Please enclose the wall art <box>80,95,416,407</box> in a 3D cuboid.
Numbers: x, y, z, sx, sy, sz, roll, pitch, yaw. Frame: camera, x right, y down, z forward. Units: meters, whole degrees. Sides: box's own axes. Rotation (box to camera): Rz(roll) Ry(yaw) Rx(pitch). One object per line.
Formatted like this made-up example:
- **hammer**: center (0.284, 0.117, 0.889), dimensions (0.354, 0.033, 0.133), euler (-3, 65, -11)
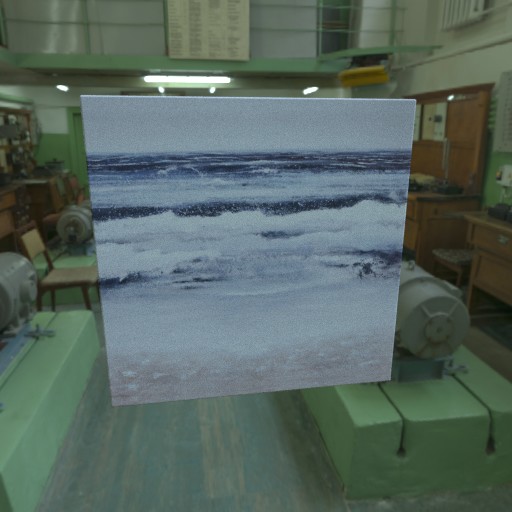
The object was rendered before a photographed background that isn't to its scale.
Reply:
- **wall art**: center (0.000, 0.000, 1.112), dimensions (0.755, 0.747, 0.065), euler (-3, 16, -9)
